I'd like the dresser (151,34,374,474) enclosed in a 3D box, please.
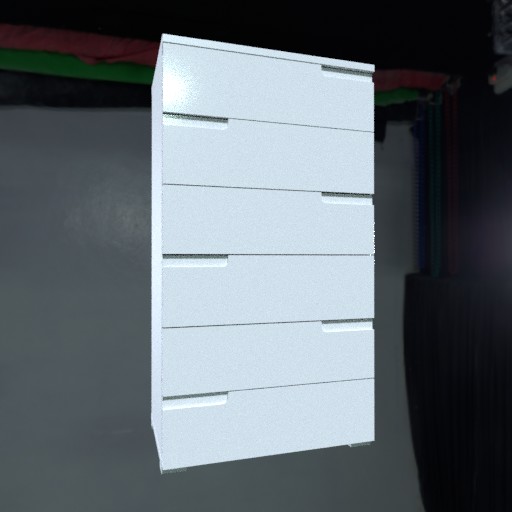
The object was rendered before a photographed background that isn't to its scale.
[{"bbox_3d":[0.000,0.000,1.473,0.650,1.190,0.400,0,0,-17],"label":"dresser"}]
